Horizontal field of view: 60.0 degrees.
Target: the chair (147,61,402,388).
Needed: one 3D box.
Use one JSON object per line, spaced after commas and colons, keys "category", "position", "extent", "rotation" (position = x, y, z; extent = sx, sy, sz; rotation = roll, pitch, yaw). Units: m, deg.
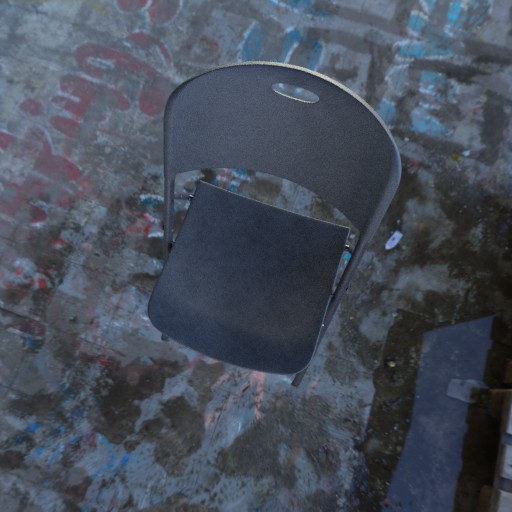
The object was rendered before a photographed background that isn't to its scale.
{"category": "chair", "position": [0.000, 0.000, 1.161], "extent": [0.494, 0.810, 0.567], "rotation": [18, 76, 5]}
